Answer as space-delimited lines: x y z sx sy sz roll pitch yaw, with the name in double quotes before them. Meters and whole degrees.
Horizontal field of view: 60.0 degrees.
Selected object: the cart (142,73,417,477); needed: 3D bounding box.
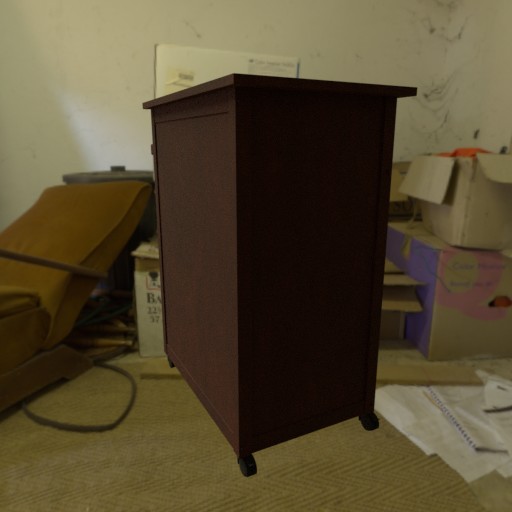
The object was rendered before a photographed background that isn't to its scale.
"cart" 0.000 0.000 1.271 0.442 0.864 0.683 -7 16 -26
